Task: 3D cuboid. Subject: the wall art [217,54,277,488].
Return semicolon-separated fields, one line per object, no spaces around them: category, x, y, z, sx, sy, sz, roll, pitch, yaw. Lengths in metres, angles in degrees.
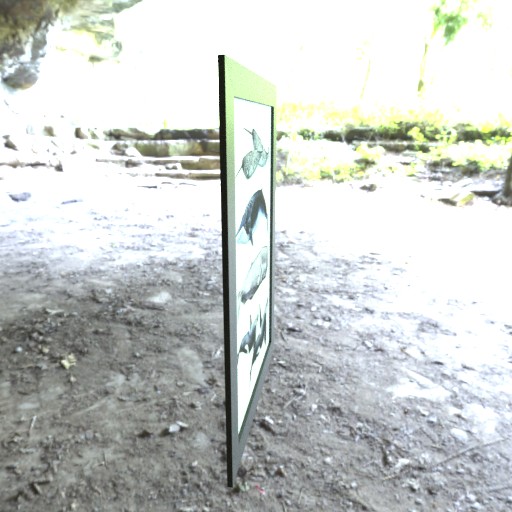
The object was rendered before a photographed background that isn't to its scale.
wall art;0.000;0.000;1.465;0.016;1.116;0.810;3;17;10
